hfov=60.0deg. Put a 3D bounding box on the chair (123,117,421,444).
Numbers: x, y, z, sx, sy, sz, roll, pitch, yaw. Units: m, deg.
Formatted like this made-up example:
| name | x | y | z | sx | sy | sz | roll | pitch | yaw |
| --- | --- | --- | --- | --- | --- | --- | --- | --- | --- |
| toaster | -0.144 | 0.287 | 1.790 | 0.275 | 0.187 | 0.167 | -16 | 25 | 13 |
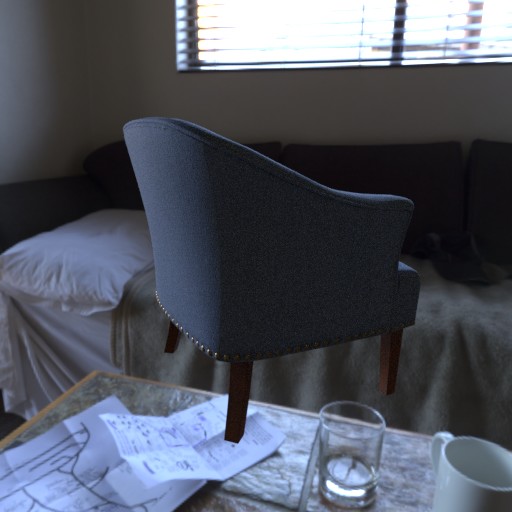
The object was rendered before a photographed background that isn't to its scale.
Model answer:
| name | x | y | z | sx | sy | sz | roll | pitch | yaw |
| --- | --- | --- | --- | --- | --- | --- | --- | --- | --- |
| chair | 0.000 | 0.000 | 1.395 | 0.704 | 0.815 | 0.798 | -7 | 16 | -26 |
